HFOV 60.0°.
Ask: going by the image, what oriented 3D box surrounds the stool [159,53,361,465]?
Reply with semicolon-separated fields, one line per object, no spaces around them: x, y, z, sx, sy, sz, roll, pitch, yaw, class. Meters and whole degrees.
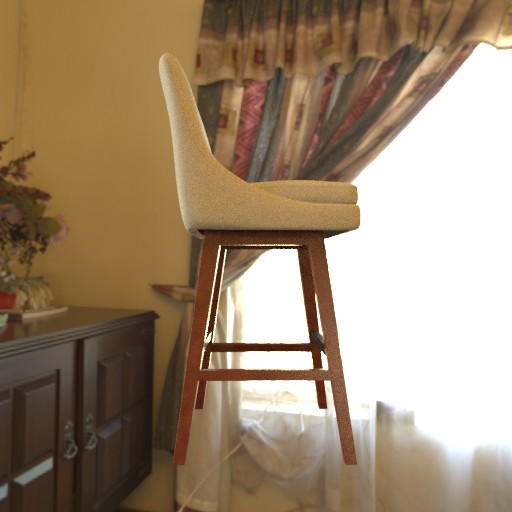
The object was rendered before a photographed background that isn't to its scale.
0.000;0.000;1.390;0.559;1.092;0.470;0;-1;-1;stool
